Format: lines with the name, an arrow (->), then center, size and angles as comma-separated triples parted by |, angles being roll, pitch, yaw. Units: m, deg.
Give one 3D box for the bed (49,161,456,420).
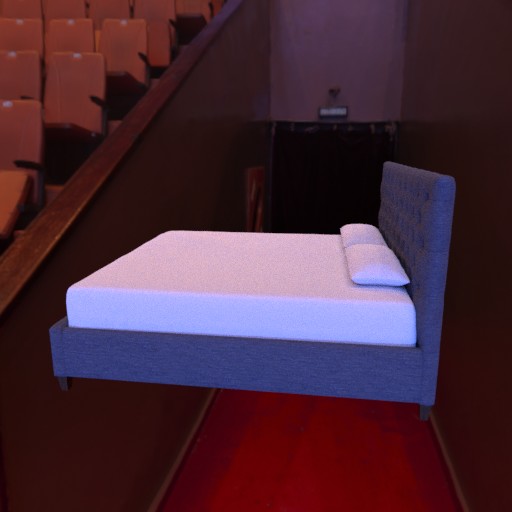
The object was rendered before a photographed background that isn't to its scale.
bed -> 0.000, 0.000, 3.560 | 2.387, 1.427, 2.078 | 2, 14, 8
